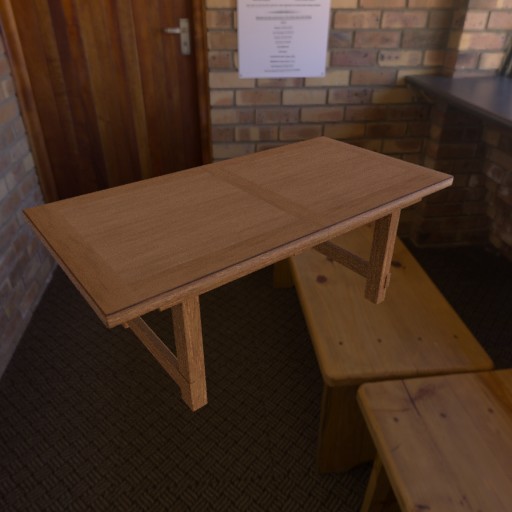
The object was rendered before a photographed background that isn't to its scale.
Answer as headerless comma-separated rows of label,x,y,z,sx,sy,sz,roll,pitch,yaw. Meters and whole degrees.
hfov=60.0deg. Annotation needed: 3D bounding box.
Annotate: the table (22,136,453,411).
table,0.000,0.000,2.439,1.982,0.762,1.000,-22,37,-32
